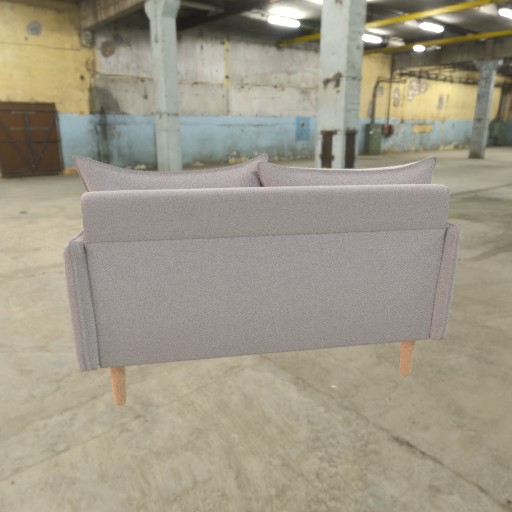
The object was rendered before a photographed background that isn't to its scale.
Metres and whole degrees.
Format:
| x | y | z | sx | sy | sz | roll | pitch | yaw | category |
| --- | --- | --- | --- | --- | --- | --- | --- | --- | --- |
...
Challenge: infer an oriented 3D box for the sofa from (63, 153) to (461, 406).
| x | y | z | sx | sy | sz | roll | pitch | yaw | category |
| --- | --- | --- | --- | --- | --- | --- | --- | --- | --- |
| 0.000 | 0.000 | 1.816 | 1.300 | 0.840 | 0.820 | -3 | 16 | -10 | sofa |
